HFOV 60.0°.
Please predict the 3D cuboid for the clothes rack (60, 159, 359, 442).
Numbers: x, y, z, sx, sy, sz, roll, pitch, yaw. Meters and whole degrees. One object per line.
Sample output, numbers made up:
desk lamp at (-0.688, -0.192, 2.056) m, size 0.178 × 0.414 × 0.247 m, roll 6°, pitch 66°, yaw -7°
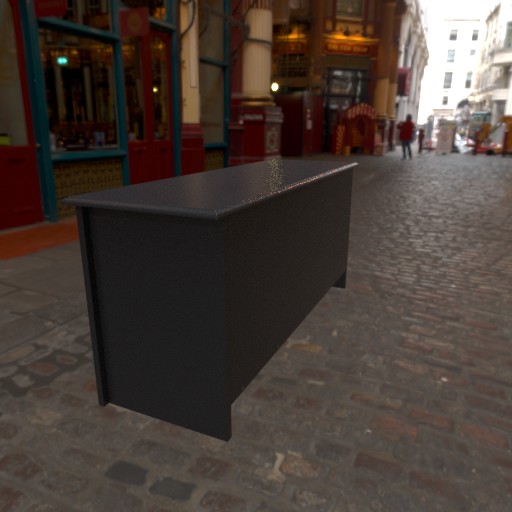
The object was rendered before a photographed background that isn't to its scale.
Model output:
clothes rack at (0.000, 0.000, 1.522) m, size 0.406 × 0.556 × 1.219 m, roll 8°, pitch 18°, yaw 24°
